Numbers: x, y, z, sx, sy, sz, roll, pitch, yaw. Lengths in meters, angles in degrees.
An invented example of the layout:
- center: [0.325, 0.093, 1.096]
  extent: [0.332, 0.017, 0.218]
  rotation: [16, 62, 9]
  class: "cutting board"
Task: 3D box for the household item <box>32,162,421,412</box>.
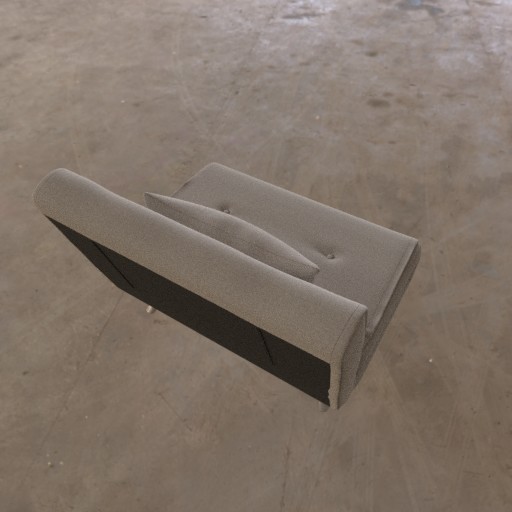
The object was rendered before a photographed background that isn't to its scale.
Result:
- center: [0.000, 0.000, 1.596]
  extent: [1.000, 0.800, 0.874]
  rotation: [25, 51, 21]
  class: "household item"
